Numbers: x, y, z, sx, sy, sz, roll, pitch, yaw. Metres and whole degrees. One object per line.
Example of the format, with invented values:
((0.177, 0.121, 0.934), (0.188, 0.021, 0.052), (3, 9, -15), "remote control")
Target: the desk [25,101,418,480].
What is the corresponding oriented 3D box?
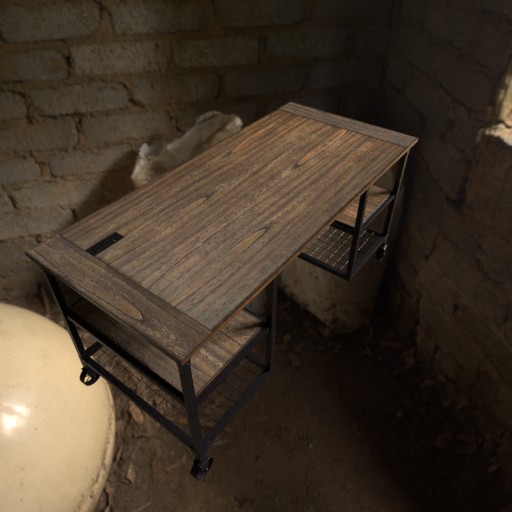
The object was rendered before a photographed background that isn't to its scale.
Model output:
((0.000, 0.000, 1.996), (0.711, 0.751, 1.590), (26, 48, 27), "desk")
